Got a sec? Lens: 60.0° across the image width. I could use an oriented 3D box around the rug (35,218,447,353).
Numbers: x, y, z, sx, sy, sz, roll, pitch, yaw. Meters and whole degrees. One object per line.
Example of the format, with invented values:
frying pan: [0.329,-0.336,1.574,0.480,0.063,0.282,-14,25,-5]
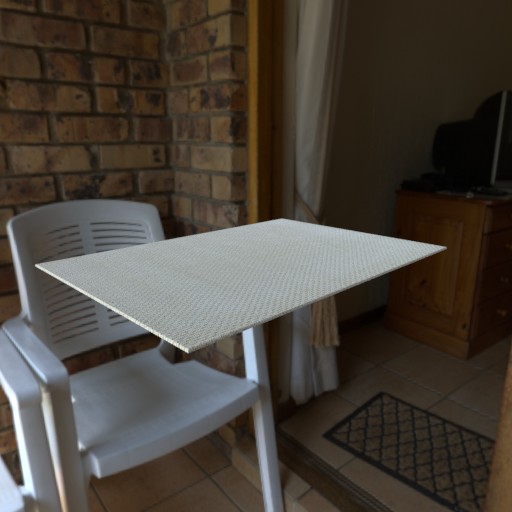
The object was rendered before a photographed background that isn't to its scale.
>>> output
rug: [0.000,0.000,2.802,2.144,0.013,1.509,-14,21,-42]
